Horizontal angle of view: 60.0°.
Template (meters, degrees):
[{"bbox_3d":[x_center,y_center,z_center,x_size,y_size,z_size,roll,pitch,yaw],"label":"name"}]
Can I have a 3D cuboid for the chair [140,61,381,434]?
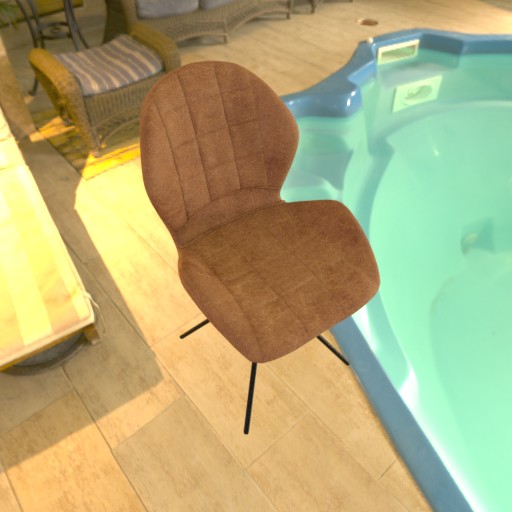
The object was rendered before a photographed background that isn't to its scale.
[{"bbox_3d":[0.000,0.000,1.310,0.527,0.929,0.640,-26,52,-23],"label":"chair"}]
